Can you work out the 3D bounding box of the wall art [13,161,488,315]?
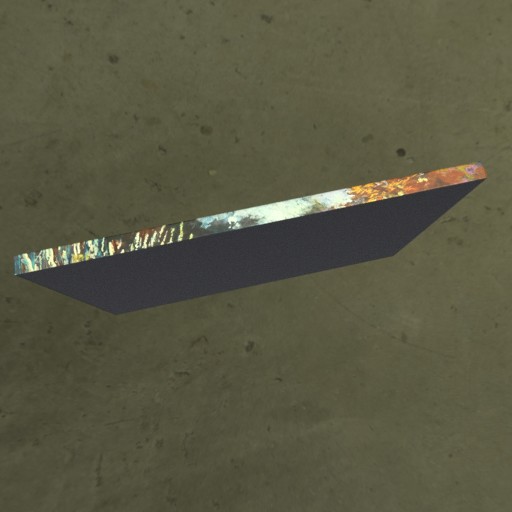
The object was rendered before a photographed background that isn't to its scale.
[{"bbox_3d":[0.000,0.000,1.129,0.908,0.604,0.037,-12,76,-3],"label":"wall art"}]
